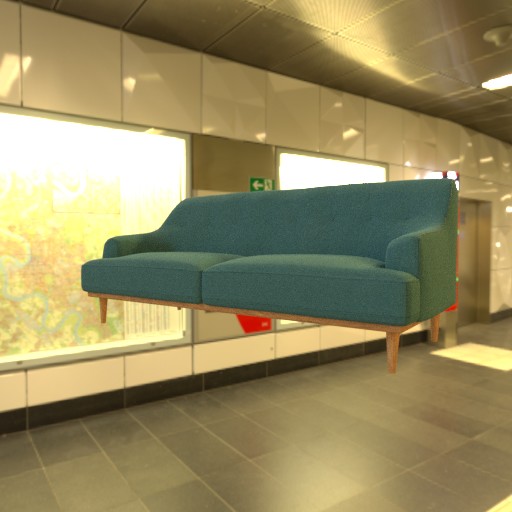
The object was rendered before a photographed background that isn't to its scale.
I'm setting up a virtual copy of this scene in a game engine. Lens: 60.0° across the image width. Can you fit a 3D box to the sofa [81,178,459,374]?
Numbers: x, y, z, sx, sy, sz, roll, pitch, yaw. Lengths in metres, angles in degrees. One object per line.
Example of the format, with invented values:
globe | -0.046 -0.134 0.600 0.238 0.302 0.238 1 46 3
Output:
sofa | 0.000 0.000 2.583 2.057 0.871 0.978 1 2 35
